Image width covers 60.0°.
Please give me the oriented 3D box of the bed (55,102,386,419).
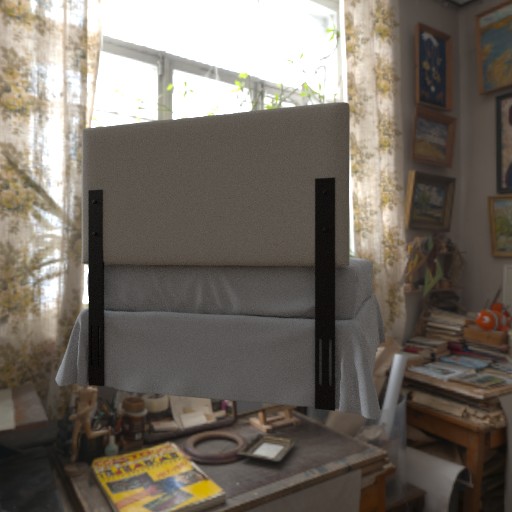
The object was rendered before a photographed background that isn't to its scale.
[{"bbox_3d":[0.000,0.000,3.453,1.936,1.577,2.222,0,0,18],"label":"bed"}]
